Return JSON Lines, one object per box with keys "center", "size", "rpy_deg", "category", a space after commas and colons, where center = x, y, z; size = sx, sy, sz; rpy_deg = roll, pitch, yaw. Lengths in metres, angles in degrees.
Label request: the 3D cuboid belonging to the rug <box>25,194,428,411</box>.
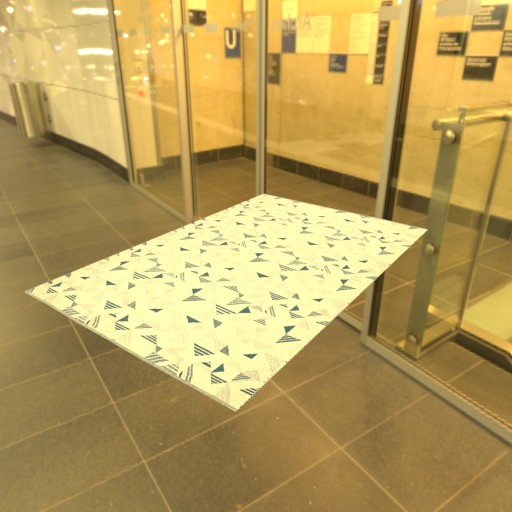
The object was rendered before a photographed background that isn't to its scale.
{"center": [0.000, 0.000, 2.306], "size": [1.206, 0.003, 1.835], "rpy_deg": [17, 30, 33], "category": "rug"}
